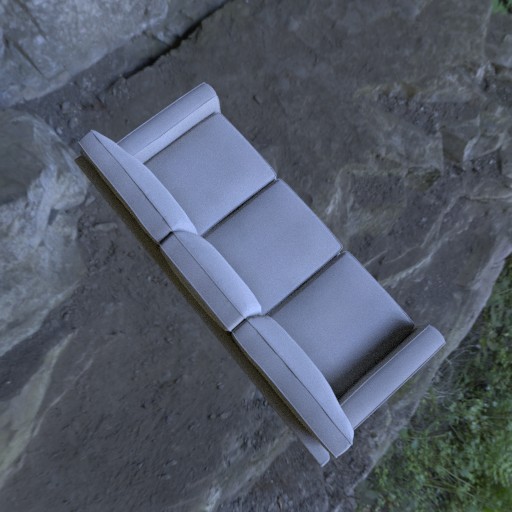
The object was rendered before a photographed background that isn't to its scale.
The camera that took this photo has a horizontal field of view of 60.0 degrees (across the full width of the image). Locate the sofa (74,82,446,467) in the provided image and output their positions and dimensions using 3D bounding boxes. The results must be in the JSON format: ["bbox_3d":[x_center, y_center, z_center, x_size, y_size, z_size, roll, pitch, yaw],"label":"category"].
[{"bbox_3d":[0.000,0.000,2.596,0.935,0.862,2.088,-39,79,-9],"label":"sofa"}]
